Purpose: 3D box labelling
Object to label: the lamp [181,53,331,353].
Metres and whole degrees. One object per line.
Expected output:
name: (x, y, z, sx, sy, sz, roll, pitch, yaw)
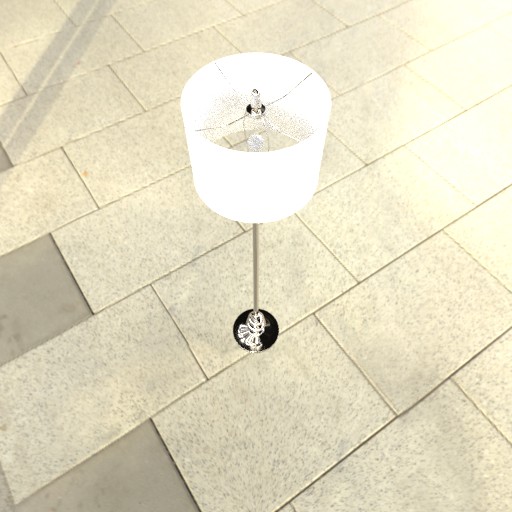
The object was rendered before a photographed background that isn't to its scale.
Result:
lamp: (0.000, 0.000, 1.667, 0.356, 1.487, 0.356, -32, 64, -18)
